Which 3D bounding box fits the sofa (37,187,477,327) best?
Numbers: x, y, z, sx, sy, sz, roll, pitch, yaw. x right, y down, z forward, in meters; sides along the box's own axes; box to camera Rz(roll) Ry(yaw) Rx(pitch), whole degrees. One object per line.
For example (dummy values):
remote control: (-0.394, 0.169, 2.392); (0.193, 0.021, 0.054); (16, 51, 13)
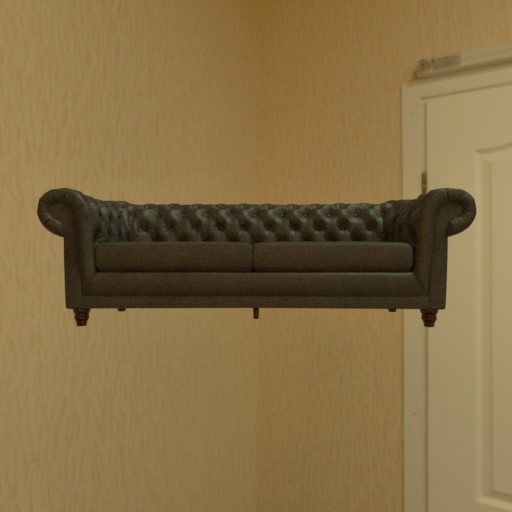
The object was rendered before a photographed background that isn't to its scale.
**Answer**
sofa: (0.000, 0.000, 2.833); (2.385, 0.783, 0.944); (0, 0, 1)
